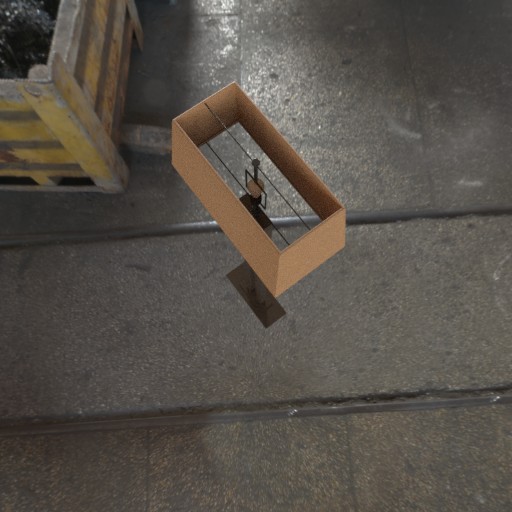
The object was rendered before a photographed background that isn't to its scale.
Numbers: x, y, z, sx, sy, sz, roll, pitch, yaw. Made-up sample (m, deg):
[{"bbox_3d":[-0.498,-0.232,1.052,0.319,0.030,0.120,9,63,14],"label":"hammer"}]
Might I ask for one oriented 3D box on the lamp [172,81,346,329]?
[{"bbox_3d":[0.000,0.000,1.682,0.233,1.469,0.475,-36,77,-10],"label":"lamp"}]
